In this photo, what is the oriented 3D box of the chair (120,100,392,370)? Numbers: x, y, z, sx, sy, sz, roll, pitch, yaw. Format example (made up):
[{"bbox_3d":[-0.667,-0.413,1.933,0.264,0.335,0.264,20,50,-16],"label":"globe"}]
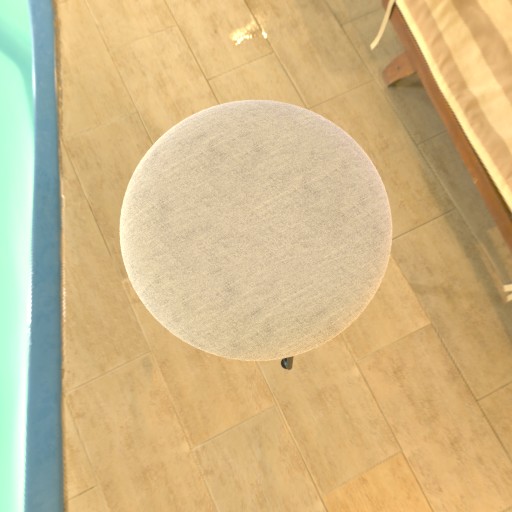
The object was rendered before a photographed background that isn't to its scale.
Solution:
[{"bbox_3d":[0.000,0.000,0.659,0.350,0.386,0.350,-20,77,-5],"label":"chair"}]
